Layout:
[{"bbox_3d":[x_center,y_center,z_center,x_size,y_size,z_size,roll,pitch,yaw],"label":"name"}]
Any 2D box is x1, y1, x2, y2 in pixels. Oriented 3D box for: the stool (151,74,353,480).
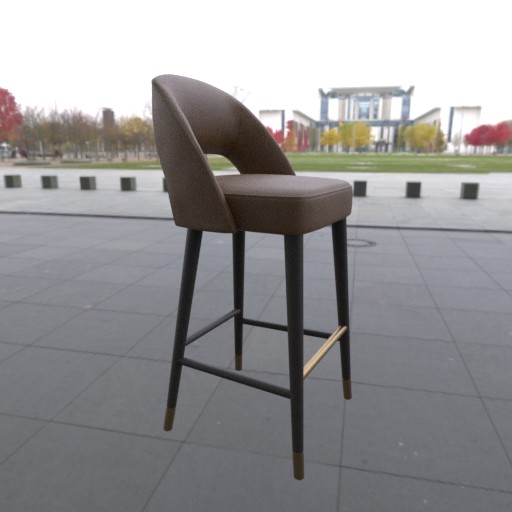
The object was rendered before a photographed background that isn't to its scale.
[{"bbox_3d":[0.000,0.000,1.320,0.509,1.037,0.494,7,15,27],"label":"stool"}]
